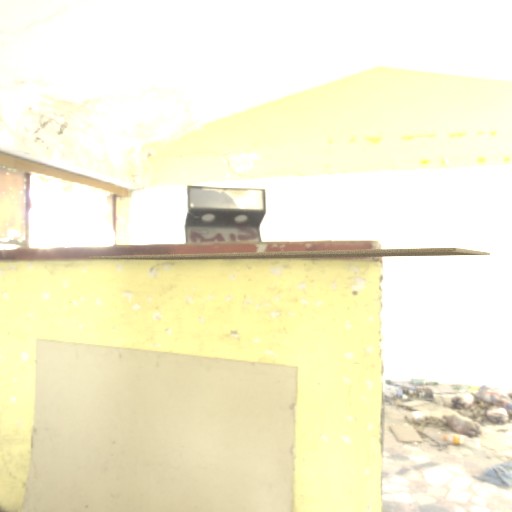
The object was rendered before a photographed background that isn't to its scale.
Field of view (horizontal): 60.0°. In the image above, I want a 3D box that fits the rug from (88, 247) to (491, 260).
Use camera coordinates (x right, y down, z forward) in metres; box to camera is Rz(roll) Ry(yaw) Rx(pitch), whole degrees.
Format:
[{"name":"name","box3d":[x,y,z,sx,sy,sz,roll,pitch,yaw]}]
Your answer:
[{"name":"rug","box3d":[0.000,0.000,2.513,2.276,0.014,0.678,-1,-2,37]}]
